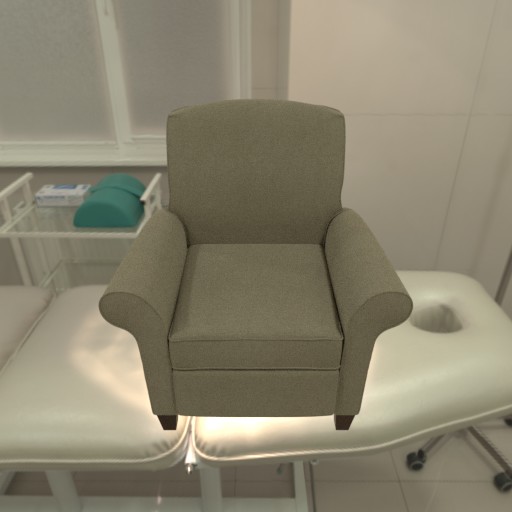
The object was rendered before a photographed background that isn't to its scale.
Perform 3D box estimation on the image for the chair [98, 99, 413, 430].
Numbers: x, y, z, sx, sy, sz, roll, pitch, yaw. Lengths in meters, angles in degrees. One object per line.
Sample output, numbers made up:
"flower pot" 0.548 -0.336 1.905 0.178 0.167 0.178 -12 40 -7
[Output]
"chair" 0.000 0.000 1.780 0.978 1.061 0.905 0 30 0
